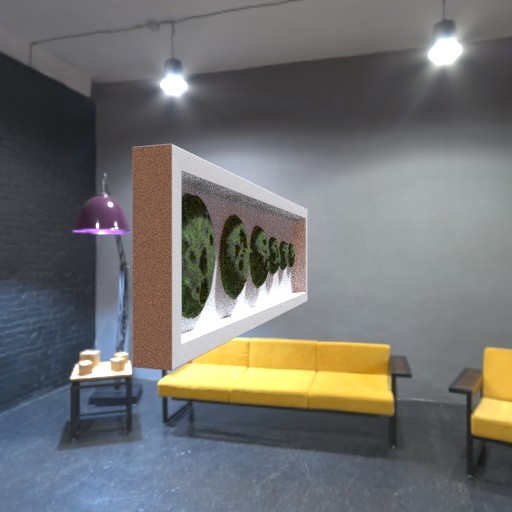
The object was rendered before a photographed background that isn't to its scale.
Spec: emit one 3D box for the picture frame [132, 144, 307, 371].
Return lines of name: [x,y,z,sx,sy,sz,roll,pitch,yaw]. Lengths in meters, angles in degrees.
picture frame: [0.000,0.000,0.856,0.050,0.250,0.759,0,0,18]
